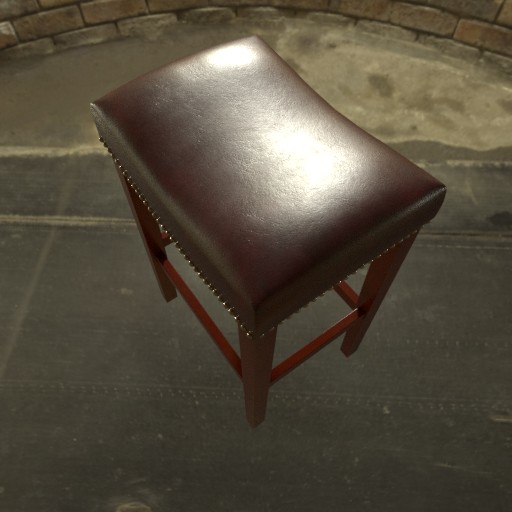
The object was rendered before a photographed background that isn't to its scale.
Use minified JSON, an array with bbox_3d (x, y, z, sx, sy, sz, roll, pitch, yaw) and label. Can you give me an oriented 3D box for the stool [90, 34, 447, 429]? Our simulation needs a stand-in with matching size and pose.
[{"bbox_3d":[0.000,0.000,1.001,0.372,0.742,0.504,-31,63,-18],"label":"stool"}]
